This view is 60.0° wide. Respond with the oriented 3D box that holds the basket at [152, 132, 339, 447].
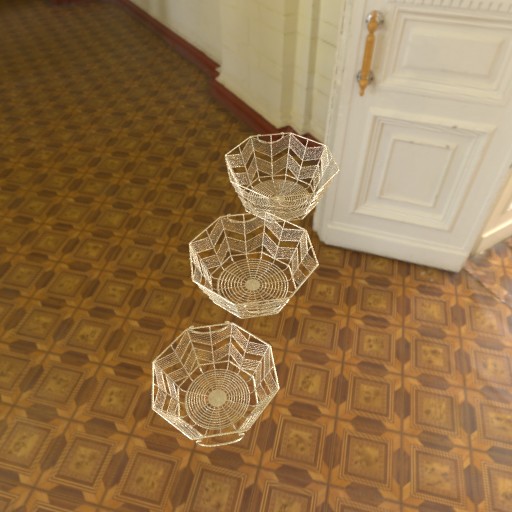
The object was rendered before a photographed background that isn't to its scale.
[{"bbox_3d":[0.000,0.000,1.434,0.432,0.178,1.246,10,47,9],"label":"basket"}]
